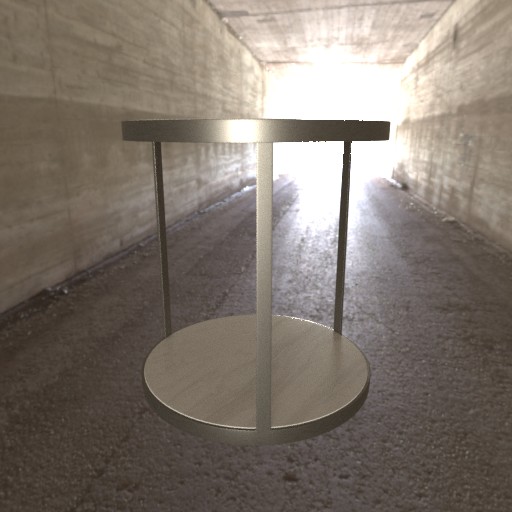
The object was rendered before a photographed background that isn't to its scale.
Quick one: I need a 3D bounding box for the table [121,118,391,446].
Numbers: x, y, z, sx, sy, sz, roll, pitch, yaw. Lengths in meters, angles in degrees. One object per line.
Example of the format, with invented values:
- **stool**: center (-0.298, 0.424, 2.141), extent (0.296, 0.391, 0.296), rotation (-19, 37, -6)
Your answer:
- **table**: center (0.000, 0.000, 0.827), extent (0.445, 0.479, 0.445), rotation (0, 16, 0)
